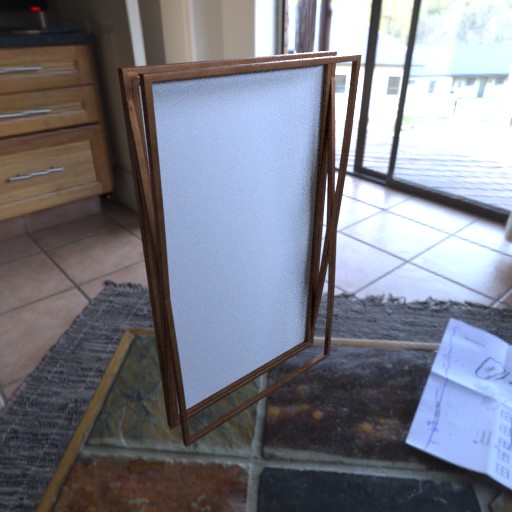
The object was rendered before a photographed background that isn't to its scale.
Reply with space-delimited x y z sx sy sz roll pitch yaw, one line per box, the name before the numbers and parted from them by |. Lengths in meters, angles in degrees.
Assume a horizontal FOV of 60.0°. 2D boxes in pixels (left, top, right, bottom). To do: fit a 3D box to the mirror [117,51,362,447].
mirror | 0.000 0.000 0.944 0.468 0.768 0.082 -22 36 -34
